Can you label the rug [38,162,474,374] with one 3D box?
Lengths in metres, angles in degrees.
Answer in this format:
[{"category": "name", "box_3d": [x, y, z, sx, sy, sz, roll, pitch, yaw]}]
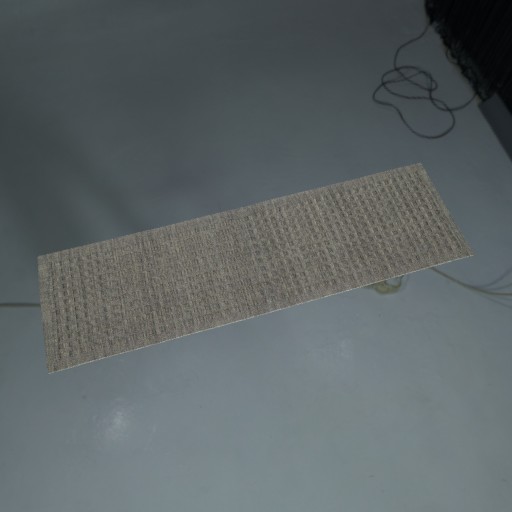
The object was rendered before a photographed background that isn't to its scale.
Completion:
[{"category": "rug", "box_3d": [0.000, 0.000, 2.577, 2.443, 0.009, 0.706, -15, 64, -7]}]
